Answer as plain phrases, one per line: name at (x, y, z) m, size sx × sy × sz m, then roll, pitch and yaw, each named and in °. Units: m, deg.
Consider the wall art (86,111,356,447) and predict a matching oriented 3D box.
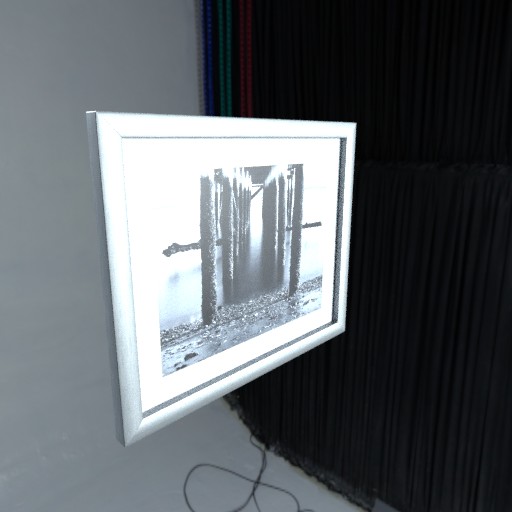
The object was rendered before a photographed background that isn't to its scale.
wall art at (0.000, 0.000, 0.772) m, size 0.028 × 0.457 × 0.556 m, roll 14°, pitch 20°, yaw 43°
